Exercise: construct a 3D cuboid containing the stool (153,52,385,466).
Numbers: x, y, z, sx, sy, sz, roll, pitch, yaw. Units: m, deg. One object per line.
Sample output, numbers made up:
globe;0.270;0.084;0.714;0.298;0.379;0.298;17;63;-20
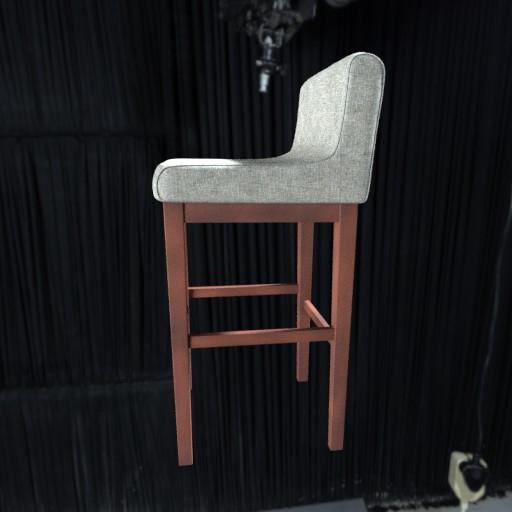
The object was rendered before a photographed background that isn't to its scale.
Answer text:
stool;0.000;0.000;1.199;0.499;0.965;0.426;-2;14;-8
